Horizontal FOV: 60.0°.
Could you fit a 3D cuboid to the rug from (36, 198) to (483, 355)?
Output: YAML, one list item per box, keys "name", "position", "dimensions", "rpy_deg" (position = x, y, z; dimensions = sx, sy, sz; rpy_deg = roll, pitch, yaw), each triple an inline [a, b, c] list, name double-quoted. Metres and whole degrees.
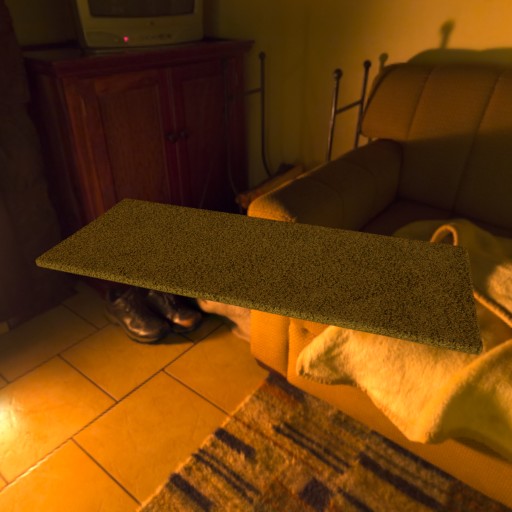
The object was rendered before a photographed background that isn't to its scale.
- name: "rug"
  position: [0.000, 0.000, 1.679]
  dimensions: [1.524, 0.030, 0.609]
  rpy_deg: [10, 32, 16]
